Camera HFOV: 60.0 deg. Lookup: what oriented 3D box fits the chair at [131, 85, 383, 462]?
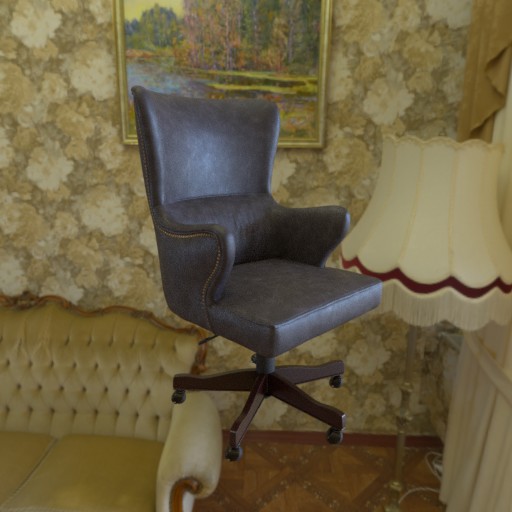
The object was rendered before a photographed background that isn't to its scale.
[{"bbox_3d":[0.000,0.000,1.429,0.717,1.037,0.594,13,19,43],"label":"chair"}]
